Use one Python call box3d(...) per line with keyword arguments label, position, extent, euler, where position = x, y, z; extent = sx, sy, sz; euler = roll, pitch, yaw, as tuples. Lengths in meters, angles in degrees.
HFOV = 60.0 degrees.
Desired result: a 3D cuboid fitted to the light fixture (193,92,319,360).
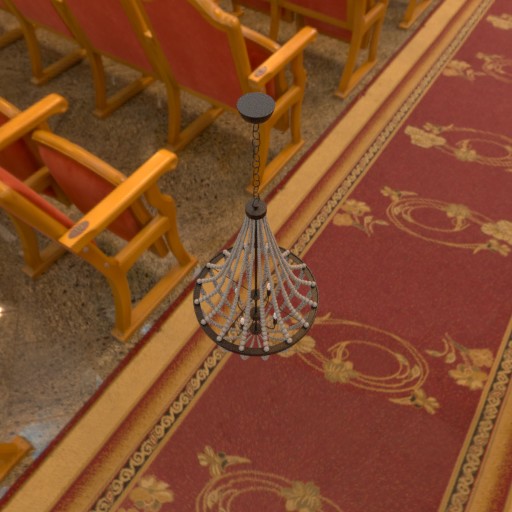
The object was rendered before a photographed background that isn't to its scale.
box3d(label="light fixture", position=(0.000, 0.000, 1.376), extent=(0.450, 1.133, 0.450), euler=(0, 57, 0))
